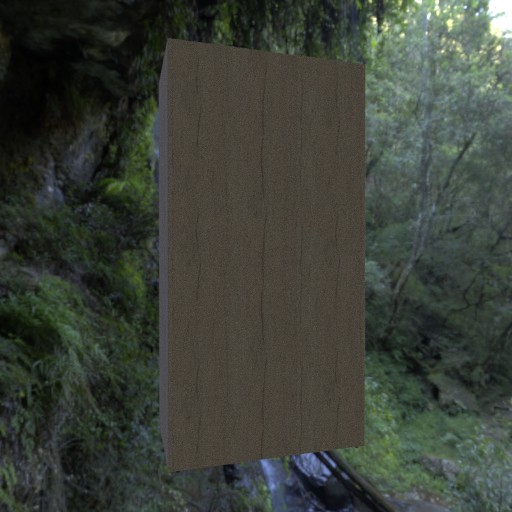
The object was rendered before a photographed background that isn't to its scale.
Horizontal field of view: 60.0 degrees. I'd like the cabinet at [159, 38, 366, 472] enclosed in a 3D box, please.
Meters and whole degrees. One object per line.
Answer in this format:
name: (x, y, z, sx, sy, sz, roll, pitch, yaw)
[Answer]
cabinet: (0.000, 0.000, 2.377, 0.980, 1.930, 0.580, 0, 1, -16)
